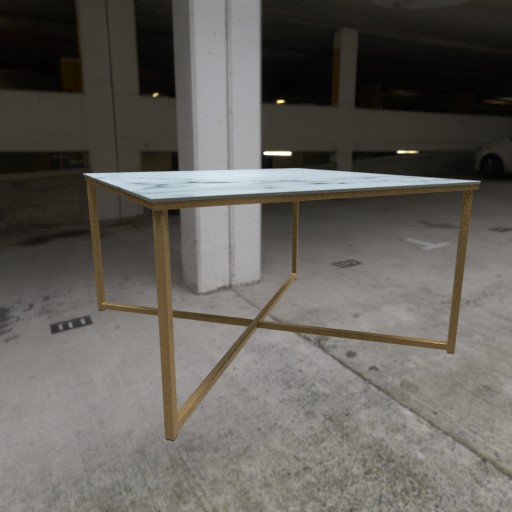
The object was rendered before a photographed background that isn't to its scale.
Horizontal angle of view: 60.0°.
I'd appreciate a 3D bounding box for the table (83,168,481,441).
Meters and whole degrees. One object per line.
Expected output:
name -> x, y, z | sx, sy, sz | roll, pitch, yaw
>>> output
table -> 0.000, 0.000, 1.278 | 0.800, 0.450, 0.800 | -7, 15, -27
